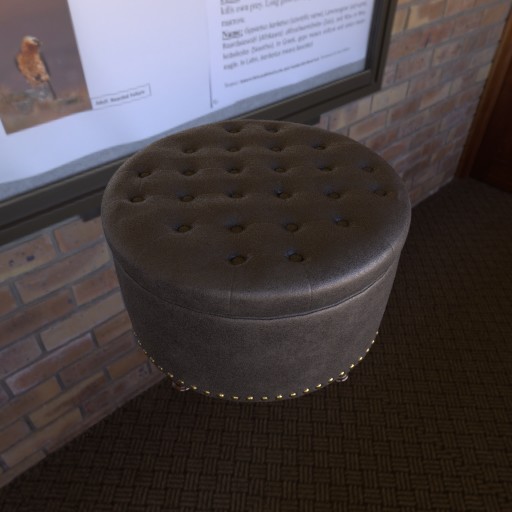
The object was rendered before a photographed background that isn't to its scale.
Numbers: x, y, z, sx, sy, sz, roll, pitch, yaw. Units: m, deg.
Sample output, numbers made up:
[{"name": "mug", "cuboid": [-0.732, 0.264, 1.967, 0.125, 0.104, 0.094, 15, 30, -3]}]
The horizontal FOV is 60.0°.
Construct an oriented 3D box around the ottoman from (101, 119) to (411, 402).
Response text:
[{"name": "ottoman", "cuboid": [0.000, 0.000, 1.059, 0.637, 0.442, 0.637, 0, 41, 0]}]
